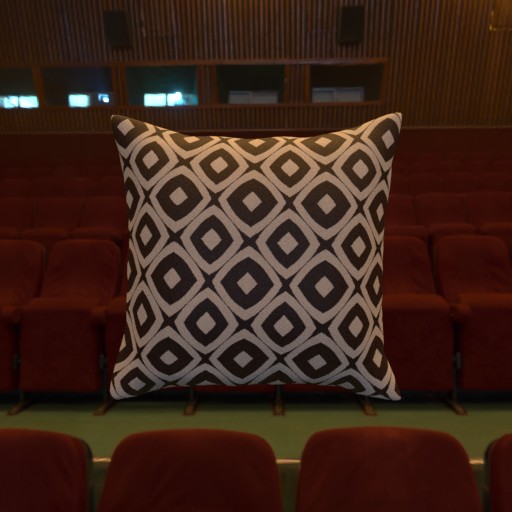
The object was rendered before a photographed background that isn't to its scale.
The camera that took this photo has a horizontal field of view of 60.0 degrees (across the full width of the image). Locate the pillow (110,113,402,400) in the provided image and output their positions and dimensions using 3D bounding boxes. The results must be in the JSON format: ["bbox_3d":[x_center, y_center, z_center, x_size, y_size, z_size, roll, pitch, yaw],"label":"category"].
[{"bbox_3d":[0.000,0.000,0.766,0.504,0.494,0.188,0,-1,1],"label":"pillow"}]
